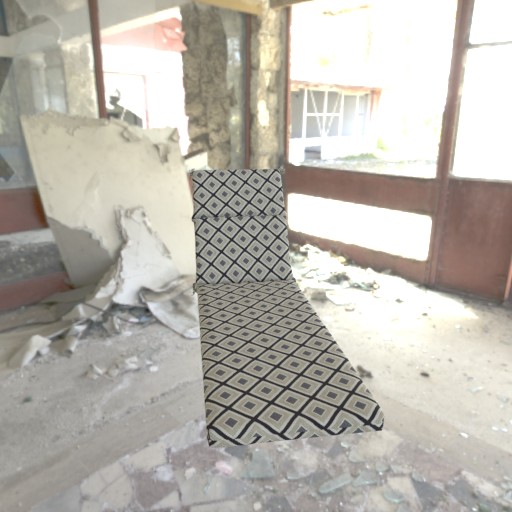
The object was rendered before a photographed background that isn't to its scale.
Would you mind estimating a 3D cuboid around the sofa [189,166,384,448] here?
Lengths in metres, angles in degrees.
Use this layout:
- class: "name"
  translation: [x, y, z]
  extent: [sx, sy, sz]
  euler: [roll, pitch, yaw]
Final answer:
- class: "sofa"
  translation: [0.000, 0.000, 1.957]
  extent: [0.582, 0.622, 1.663]
  euler: [-3, 17, -8]
